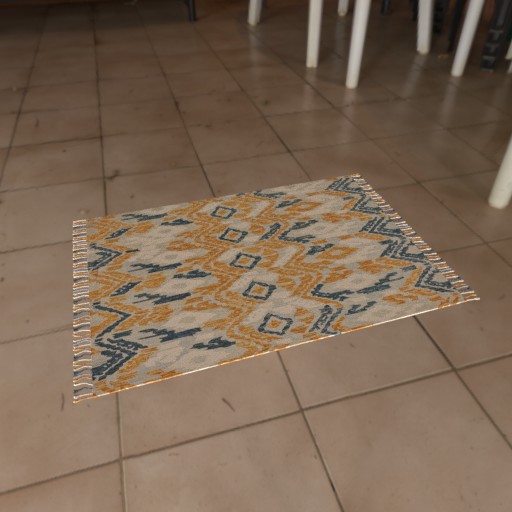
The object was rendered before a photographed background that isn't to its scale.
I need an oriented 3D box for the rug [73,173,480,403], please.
[{"bbox_3d":[0.000,0.000,2.317,1.827,0.008,1.230,-12,42,-13],"label":"rug"}]
